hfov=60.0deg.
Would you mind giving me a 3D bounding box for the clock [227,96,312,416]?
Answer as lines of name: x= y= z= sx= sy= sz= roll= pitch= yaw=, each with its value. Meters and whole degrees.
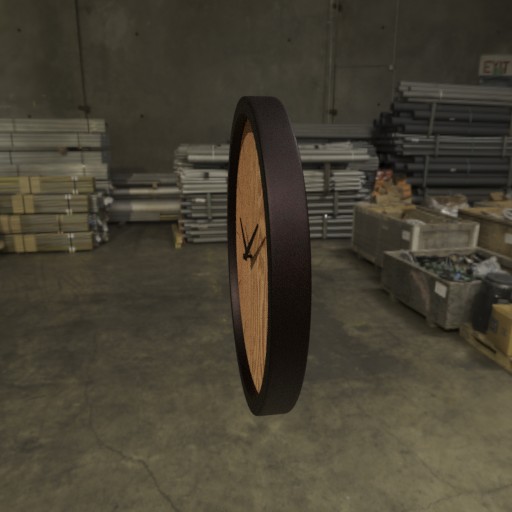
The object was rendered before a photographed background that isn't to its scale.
clock: x=0.000 y=0.000 z=0.462 sx=0.029 sy=0.314 sz=0.314 roll=-2 pitch=14 yaw=-9
